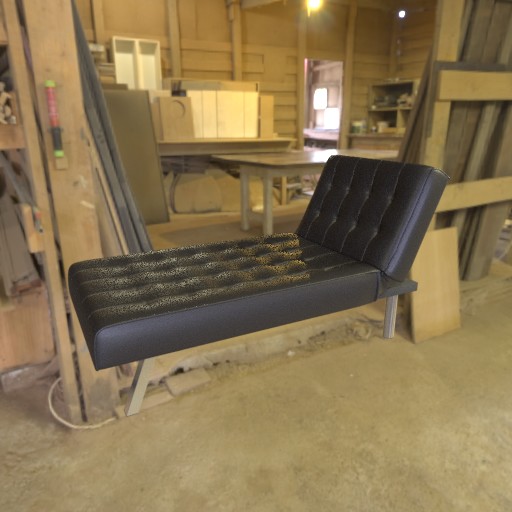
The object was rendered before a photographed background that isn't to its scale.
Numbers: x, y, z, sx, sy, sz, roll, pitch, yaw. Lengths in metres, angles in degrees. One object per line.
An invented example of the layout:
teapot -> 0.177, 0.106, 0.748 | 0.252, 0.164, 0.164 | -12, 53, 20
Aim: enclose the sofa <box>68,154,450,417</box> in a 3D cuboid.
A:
sofa -> 0.000, 0.000, 2.030 | 1.560, 0.820, 0.760 | -9, 20, -27
